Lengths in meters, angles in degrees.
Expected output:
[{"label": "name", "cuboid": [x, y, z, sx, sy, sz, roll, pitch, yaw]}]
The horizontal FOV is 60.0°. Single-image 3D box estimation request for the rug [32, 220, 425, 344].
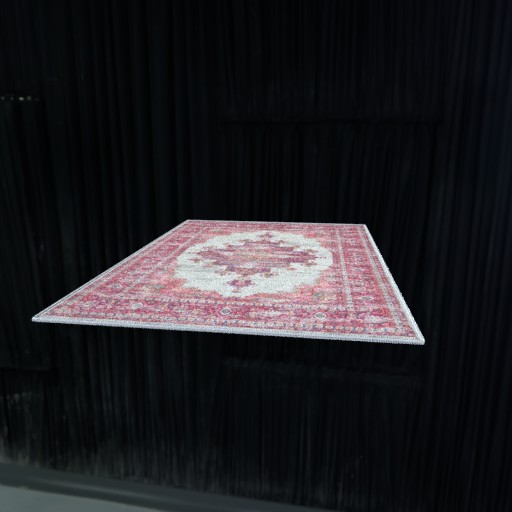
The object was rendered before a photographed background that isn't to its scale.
[{"label": "rug", "cuboid": [0.000, 0.000, 2.176, 1.217, 0.011, 1.747, 2, 15, 8]}]
